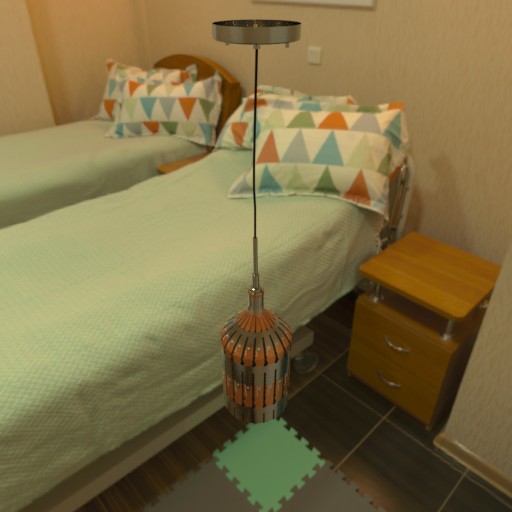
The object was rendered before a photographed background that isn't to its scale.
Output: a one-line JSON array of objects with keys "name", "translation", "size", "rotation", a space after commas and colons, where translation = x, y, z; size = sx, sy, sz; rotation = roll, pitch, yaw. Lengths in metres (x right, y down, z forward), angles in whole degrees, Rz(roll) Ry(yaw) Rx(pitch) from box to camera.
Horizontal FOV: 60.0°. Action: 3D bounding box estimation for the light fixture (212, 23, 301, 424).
[{"name": "light fixture", "translation": [0.000, 0.000, 1.644], "size": [0.303, 1.535, 0.303], "rotation": [0, 32, 0]}]
